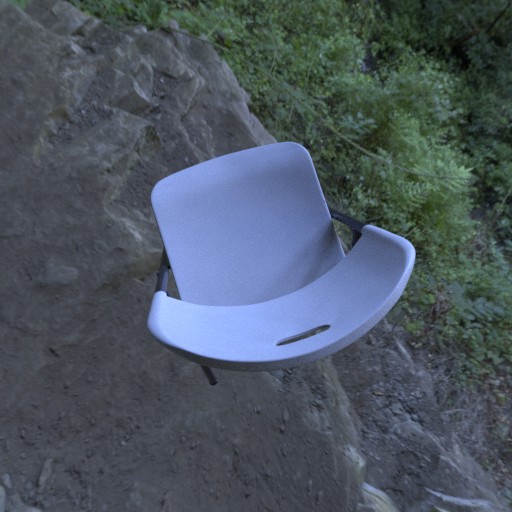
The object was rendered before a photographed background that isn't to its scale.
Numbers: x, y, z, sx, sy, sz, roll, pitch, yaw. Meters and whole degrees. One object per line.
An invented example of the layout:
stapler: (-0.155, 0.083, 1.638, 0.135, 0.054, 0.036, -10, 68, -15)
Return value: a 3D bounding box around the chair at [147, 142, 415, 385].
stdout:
chair: (0.000, 0.000, 1.134, 0.494, 0.810, 0.566, -18, 76, -4)
